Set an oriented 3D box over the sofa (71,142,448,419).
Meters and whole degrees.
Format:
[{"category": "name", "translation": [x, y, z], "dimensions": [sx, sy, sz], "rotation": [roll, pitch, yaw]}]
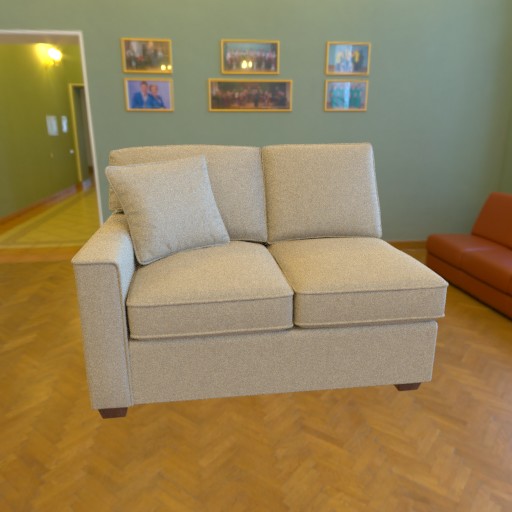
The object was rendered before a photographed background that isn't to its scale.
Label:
[{"category": "sofa", "translation": [0.000, 0.000, 2.051], "dimensions": [1.388, 0.989, 0.991], "rotation": [-2, 17, -8]}]
